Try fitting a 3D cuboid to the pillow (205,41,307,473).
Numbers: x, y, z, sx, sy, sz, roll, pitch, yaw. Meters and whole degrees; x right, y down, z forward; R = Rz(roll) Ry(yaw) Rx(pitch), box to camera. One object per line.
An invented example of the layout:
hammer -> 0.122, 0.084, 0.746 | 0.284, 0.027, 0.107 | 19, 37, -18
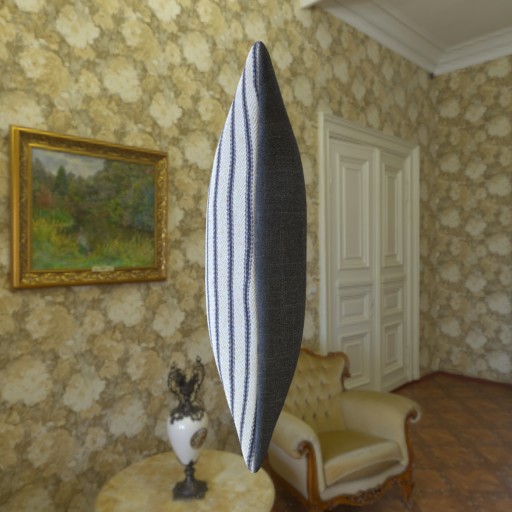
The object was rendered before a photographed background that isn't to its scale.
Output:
pillow -> 0.000, 0.000, 0.684 | 0.138, 0.444, 0.468 | 0, 0, 0
